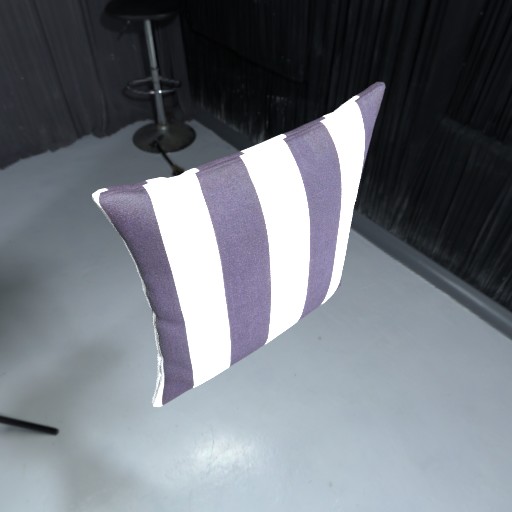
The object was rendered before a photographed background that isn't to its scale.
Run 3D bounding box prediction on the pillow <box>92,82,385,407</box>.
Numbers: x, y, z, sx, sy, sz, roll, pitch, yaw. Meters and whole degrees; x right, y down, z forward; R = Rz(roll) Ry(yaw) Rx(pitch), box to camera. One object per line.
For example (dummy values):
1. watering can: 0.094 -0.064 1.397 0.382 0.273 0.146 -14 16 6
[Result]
1. pillow: 0.000 0.000 0.826 0.536 0.526 0.189 -30 53 -26
